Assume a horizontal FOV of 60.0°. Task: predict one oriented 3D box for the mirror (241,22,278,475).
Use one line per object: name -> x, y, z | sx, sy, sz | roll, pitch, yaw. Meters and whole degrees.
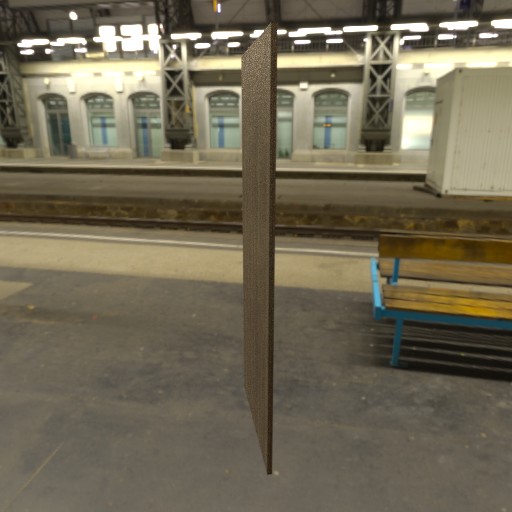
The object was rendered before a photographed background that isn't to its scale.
mirror -> 0.000, 0.000, 2.310 | 0.025, 2.032, 0.812 | -3, 16, -9
